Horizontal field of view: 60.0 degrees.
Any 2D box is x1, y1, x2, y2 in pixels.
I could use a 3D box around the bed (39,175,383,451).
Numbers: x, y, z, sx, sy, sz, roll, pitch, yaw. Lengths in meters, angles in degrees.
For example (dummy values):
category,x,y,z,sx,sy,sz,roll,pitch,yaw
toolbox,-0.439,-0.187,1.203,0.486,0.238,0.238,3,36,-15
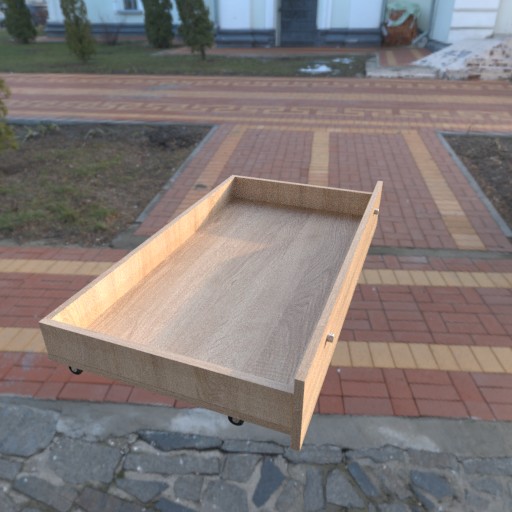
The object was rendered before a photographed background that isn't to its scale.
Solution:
category,x,y,z,sx,sy,sz,roll,pitch,yaw
bed,0.000,0.000,1.482,0.685,0.209,1.200,11,31,18
